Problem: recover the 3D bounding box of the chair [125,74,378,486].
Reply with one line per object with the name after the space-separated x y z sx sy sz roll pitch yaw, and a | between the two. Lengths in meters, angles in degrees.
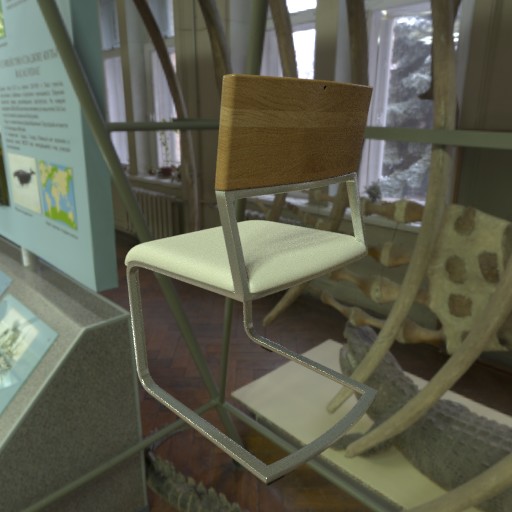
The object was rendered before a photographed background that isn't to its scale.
0.000 0.000 1.172 0.467 0.844 0.585 -16 24 -42 | chair
